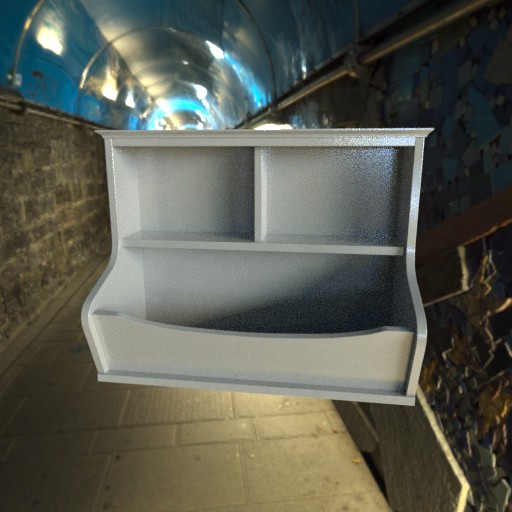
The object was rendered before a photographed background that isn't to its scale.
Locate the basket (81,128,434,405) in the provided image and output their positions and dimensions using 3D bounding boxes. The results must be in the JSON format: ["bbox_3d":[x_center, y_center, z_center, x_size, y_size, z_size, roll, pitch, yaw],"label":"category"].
[{"bbox_3d":[0.000,0.000,1.091,0.780,0.600,0.350,2,14,8],"label":"basket"}]
